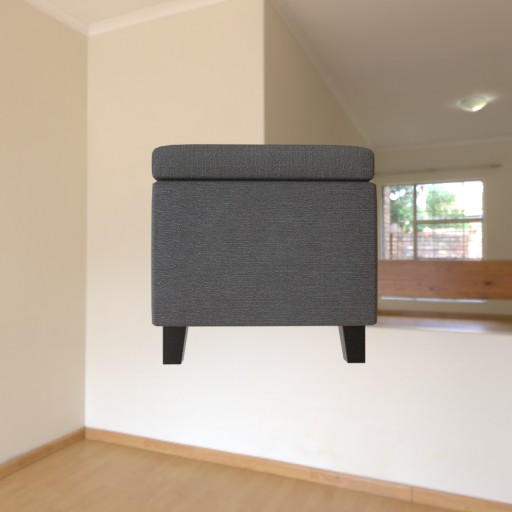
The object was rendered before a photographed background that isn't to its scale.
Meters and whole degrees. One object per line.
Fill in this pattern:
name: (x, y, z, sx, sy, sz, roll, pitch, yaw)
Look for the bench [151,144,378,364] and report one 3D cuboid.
bench: (0.000, 0.000, 1.477, 0.446, 0.438, 1.269, 0, 0, -2)
